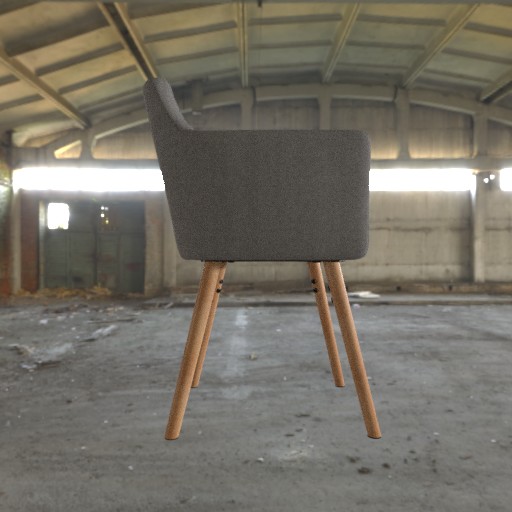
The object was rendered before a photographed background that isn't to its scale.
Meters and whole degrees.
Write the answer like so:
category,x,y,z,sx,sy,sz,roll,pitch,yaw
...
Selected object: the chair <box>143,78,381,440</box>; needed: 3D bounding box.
category,x,y,z,sx,sy,sz,roll,pitch,yaw
chair,0.000,0.000,1.145,0.540,0.780,0.570,0,0,-1
